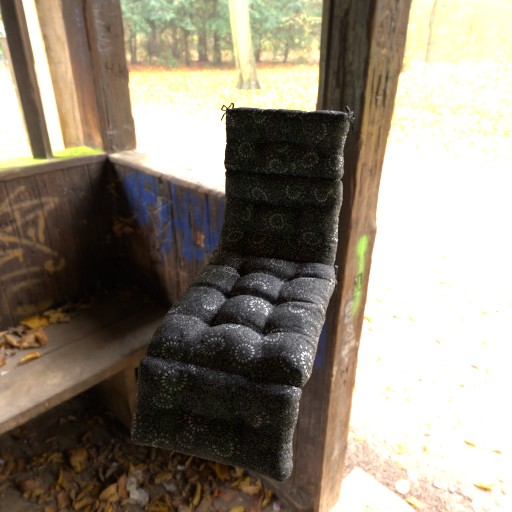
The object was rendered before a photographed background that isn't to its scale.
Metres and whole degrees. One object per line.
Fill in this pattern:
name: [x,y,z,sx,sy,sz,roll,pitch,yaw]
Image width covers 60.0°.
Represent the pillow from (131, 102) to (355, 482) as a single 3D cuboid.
pillow: [0.000,0.000,1.489,0.526,0.863,1.016,8,28,14]
